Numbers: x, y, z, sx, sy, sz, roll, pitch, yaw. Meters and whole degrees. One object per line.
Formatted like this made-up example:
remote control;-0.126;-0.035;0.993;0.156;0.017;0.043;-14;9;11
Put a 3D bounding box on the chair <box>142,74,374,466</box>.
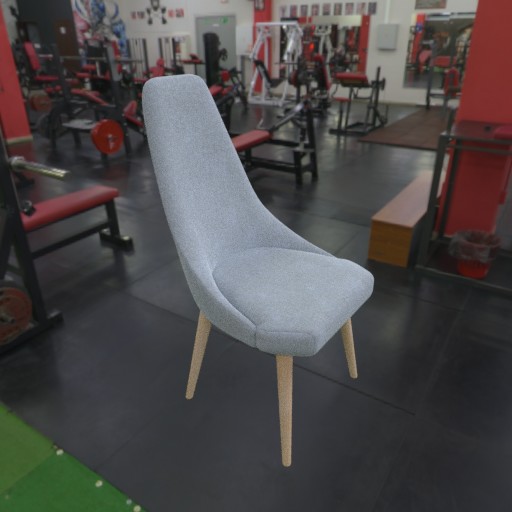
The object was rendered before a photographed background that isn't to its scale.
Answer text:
chair;0.000;0.000;1.413;0.660;1.040;0.510;18;32;32
